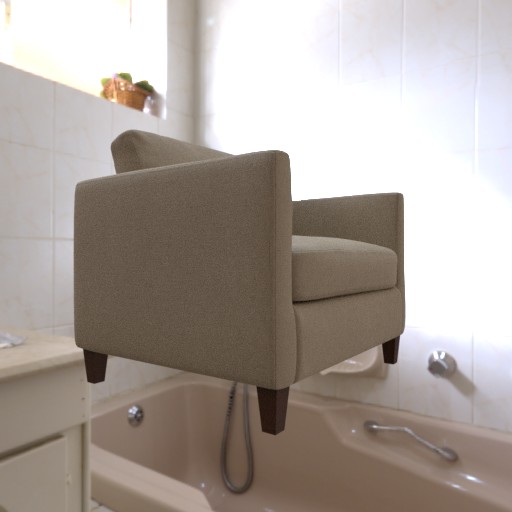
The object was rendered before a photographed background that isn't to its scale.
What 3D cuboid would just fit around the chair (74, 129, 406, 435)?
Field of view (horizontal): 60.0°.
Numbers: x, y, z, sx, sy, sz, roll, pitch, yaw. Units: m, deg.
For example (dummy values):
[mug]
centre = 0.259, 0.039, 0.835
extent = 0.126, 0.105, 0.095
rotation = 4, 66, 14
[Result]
[chair]
centre = 0.000, 0.000, 1.834
extent = 0.959, 0.961, 1.107
rotation = 0, 0, 36
